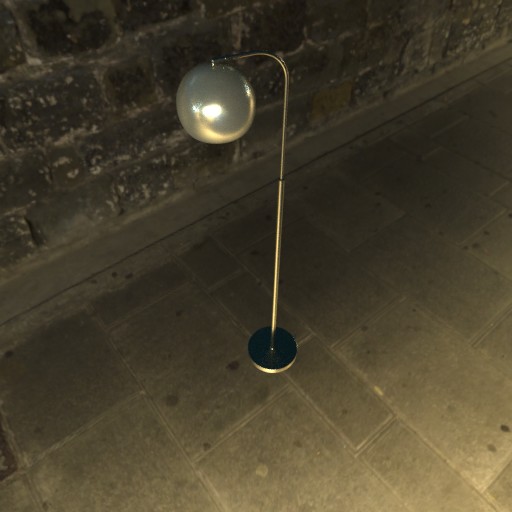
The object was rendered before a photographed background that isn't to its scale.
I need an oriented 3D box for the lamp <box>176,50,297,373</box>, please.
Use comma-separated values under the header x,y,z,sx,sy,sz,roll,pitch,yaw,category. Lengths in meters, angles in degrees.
x,y,z,sx,sy,sz,roll,pitch,yaw,category
0.000,0.000,1.662,0.431,1.526,0.250,-18,51,-16,lamp
